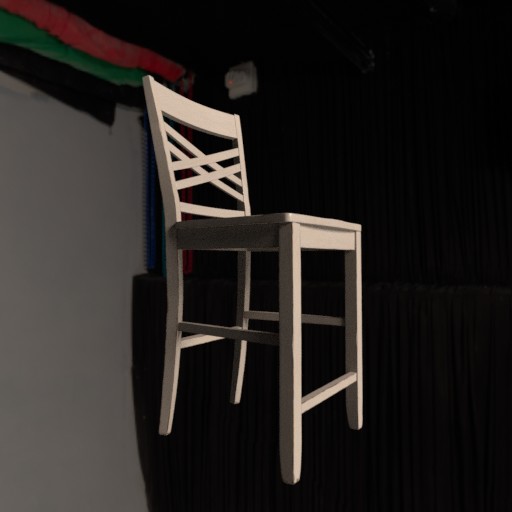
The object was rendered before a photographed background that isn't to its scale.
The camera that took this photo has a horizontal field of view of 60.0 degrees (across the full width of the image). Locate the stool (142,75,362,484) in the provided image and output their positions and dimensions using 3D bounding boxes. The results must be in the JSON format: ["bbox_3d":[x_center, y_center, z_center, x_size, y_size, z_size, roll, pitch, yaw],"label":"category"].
[{"bbox_3d":[0.000,0.000,1.371,0.539,1.079,0.462,0,0,34],"label":"stool"}]
